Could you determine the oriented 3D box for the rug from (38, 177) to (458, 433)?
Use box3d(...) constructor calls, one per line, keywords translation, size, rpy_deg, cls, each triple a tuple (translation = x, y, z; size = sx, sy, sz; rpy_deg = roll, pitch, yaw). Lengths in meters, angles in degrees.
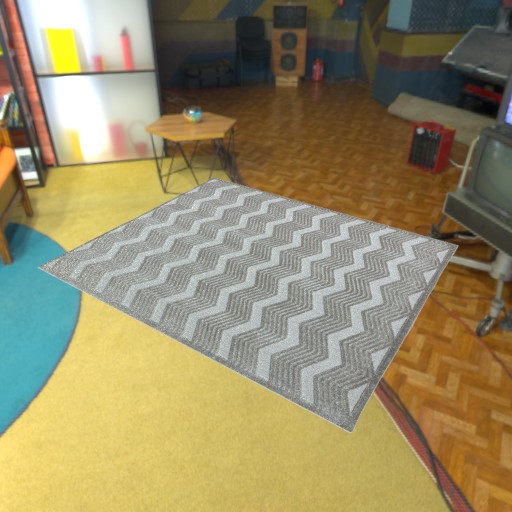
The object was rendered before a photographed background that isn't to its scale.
box3d(translation=(0.000, 0.000, 3.924), size=(2.880, 0.005, 2.391), rpy_deg=(20, 38, 28), cls="rug")
